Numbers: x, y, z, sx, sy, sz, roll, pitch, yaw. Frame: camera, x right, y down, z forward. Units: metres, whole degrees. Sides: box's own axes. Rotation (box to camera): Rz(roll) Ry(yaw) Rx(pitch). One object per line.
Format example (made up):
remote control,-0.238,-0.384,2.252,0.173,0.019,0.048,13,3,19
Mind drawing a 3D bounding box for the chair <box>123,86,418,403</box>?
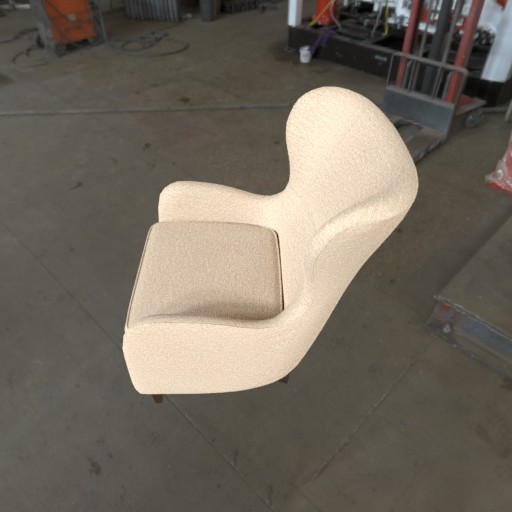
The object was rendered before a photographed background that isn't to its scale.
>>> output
chair,0.000,0.000,1.779,0.984,1.064,0.861,0,42,0
